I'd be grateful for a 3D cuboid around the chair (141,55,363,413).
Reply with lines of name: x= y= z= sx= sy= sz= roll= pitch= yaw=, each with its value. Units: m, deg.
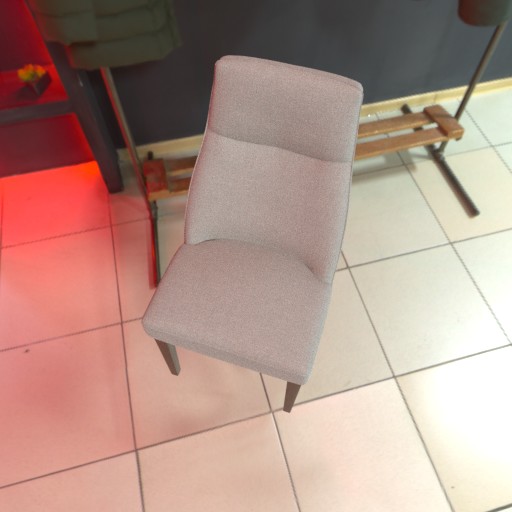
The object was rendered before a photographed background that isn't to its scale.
chair: x=0.000 y=0.000 z=1.342 sx=0.500 sy=0.930 sz=0.620 roll=15 pitch=60 yaw=9
